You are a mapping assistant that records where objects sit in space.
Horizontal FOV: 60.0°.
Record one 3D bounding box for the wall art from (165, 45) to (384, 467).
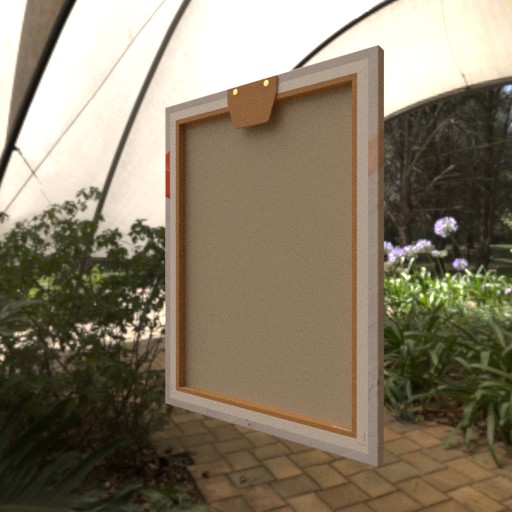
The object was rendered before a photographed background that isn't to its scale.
[{"bbox_3d":[0.000,0.000,1.302,0.759,1.014,0.045,0,0,37],"label":"wall art"}]
